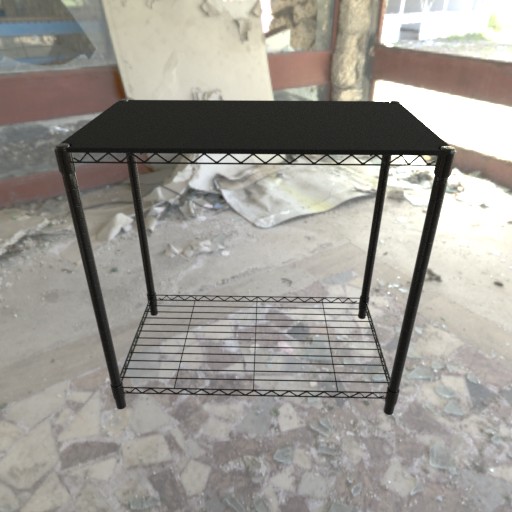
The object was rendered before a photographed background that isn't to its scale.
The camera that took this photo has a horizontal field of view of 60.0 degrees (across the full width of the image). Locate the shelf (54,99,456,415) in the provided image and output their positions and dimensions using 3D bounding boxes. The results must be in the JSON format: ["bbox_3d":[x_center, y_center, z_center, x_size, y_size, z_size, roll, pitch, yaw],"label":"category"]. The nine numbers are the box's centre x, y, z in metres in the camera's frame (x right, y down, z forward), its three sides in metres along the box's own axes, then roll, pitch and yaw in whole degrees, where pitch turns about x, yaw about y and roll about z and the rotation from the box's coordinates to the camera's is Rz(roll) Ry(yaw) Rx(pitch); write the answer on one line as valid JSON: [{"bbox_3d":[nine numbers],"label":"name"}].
[{"bbox_3d":[0.000,0.000,0.927,0.589,0.564,0.338,1,31,1],"label":"shelf"}]
